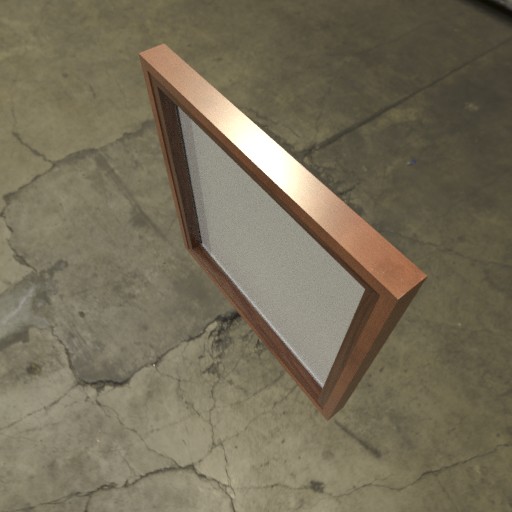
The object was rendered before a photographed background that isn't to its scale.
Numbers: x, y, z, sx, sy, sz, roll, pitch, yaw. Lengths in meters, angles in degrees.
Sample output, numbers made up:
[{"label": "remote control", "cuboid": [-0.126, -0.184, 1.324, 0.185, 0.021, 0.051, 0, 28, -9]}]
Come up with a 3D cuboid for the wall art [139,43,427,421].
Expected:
[{"label": "wall art", "cuboid": [0.000, 0.000, 0.601, 0.035, 0.403, 0.403, -33, 63, -19]}]
